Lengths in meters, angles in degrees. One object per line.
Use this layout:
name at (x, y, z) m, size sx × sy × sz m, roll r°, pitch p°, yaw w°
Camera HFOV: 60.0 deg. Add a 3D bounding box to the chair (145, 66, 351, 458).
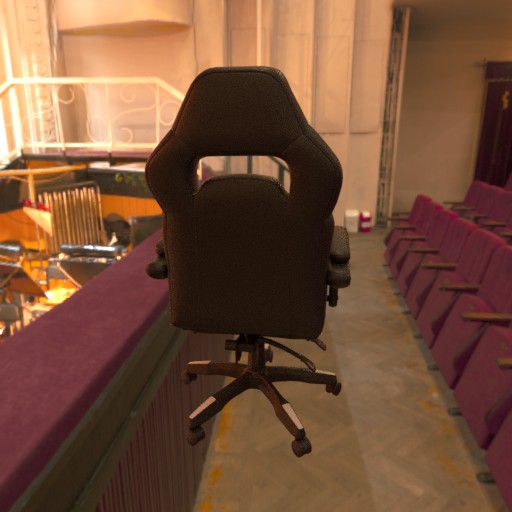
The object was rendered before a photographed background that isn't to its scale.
chair at (0.000, 0.000, 1.609) m, size 0.676 × 1.200 × 0.700 m, roll 2°, pitch 16°, yaw 8°
